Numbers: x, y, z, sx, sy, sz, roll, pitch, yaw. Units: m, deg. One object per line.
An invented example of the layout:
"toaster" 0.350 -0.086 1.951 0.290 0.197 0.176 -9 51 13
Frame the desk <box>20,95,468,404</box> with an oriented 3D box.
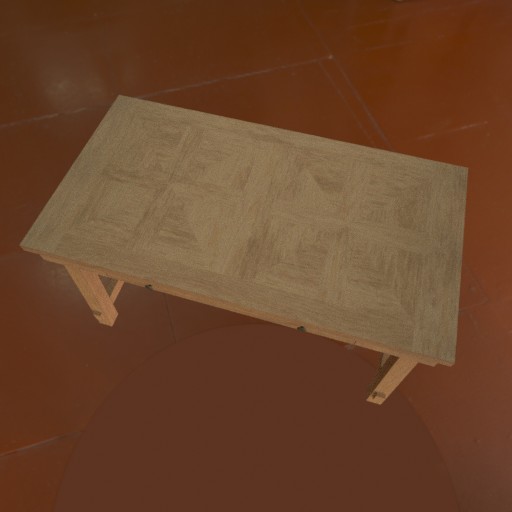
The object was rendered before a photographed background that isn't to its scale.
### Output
"desk" 0.000 0.000 1.979 1.499 0.762 0.813 14 61 8
